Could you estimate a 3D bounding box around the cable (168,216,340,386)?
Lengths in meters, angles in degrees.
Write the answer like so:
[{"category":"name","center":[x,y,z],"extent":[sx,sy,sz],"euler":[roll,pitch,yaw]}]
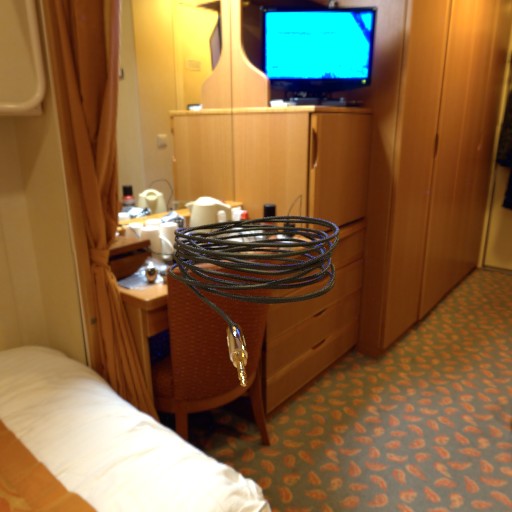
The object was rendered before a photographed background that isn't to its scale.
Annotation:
[{"category":"cable","center":[0.000,0.000,0.503],"extent":[0.198,0.069,0.432],"euler":[-2,17,-7]}]
